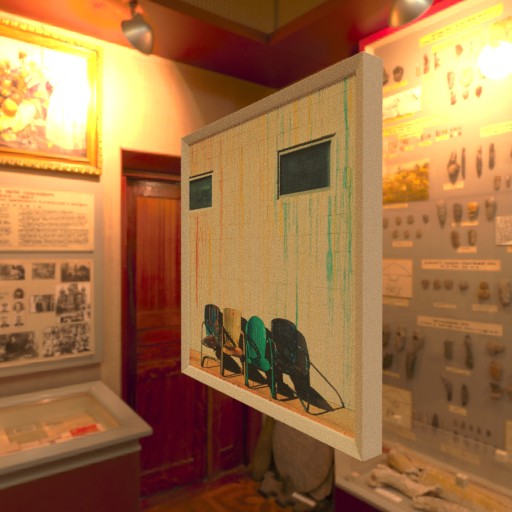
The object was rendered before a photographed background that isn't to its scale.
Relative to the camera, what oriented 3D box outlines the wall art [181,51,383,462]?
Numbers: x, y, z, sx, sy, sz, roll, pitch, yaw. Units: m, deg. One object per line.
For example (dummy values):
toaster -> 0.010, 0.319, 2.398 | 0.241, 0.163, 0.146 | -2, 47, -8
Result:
wall art -> 0.000, 0.000, 0.765 | 0.037, 0.508, 0.508 | 0, 1, -35
